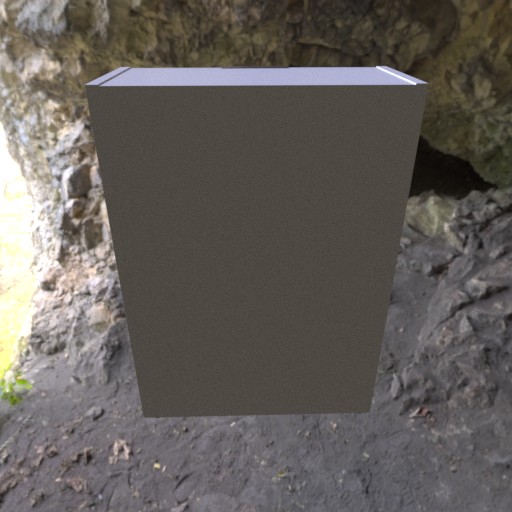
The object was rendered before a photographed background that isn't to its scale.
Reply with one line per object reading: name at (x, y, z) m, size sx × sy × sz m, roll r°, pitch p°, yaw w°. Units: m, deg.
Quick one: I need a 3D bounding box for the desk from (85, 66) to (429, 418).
desk at (0.000, 0.000, 1.554) m, size 0.850 × 1.190 × 0.390 m, roll -1°, pitch 29°, yaw -1°
